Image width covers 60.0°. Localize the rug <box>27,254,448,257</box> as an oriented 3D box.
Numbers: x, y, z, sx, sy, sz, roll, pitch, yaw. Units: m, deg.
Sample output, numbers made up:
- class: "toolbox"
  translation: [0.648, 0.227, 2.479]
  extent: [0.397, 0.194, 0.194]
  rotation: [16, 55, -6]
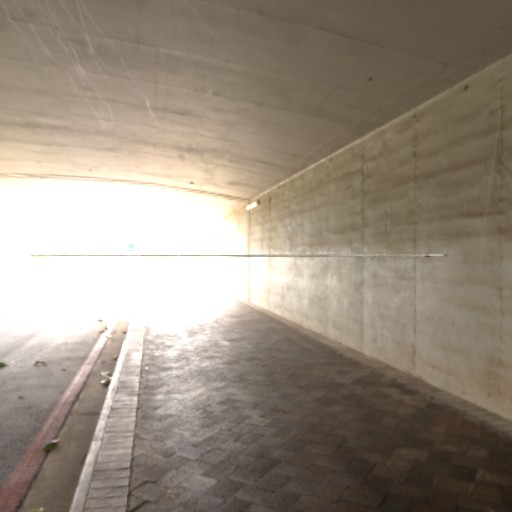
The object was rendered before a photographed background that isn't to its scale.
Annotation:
- class: "rug"
  translation: [0.000, 0.000, 2.280]
  extent: [1.726, 0.009, 1.278]
  rotation: [0, 0, 19]
